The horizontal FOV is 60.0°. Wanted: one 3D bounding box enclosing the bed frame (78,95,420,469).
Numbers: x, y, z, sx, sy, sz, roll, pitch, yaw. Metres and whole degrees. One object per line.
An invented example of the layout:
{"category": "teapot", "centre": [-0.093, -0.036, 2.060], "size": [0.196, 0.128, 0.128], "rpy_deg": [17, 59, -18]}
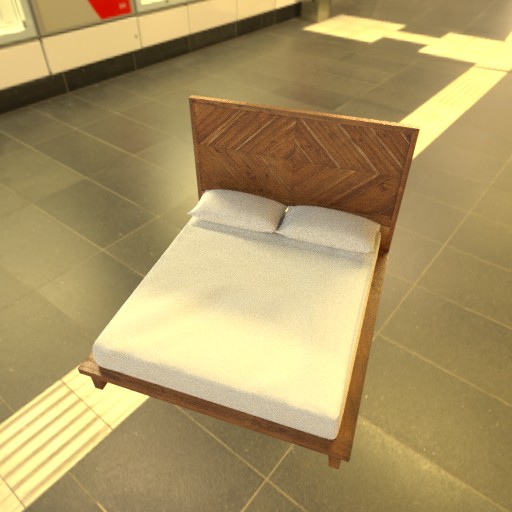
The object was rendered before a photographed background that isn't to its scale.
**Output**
{"category": "bed frame", "centre": [0.000, 0.000, 3.531], "size": [2.038, 1.537, 2.235], "rpy_deg": [13, 42, 14]}
